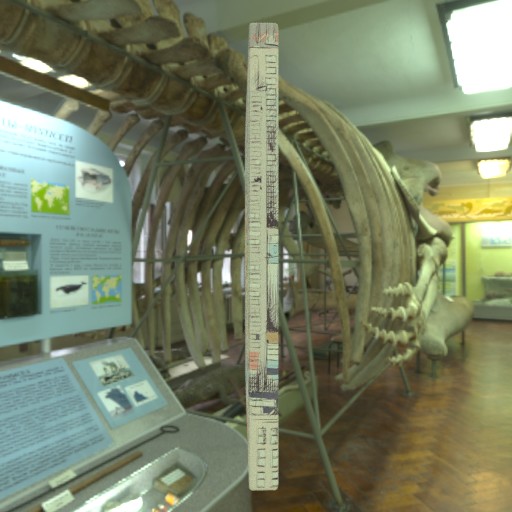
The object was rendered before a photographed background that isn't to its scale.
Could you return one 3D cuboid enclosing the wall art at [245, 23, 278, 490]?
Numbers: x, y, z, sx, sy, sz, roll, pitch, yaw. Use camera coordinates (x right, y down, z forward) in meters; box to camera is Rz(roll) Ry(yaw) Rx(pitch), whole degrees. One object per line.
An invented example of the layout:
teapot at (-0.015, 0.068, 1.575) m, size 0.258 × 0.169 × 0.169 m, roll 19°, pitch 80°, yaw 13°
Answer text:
wall art at (0.000, 0.000, 1.098) m, size 0.048 × 0.762 × 0.761 m, roll 0°, pitch 0°, yaw -2°
